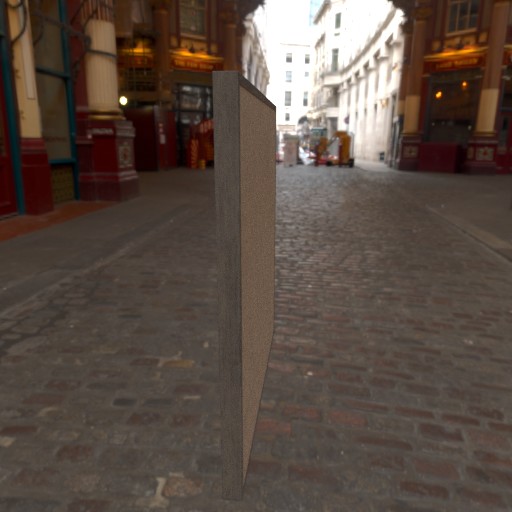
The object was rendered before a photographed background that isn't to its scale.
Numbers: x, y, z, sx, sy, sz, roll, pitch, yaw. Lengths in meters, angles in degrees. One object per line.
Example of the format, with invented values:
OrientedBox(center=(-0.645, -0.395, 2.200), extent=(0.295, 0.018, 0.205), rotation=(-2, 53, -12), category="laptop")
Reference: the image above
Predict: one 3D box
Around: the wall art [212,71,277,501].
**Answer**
OrientedBox(center=(0.000, 0.000, 1.112), extent=(0.038, 0.762, 0.762), rotation=(2, 15, 7), category="wall art")
